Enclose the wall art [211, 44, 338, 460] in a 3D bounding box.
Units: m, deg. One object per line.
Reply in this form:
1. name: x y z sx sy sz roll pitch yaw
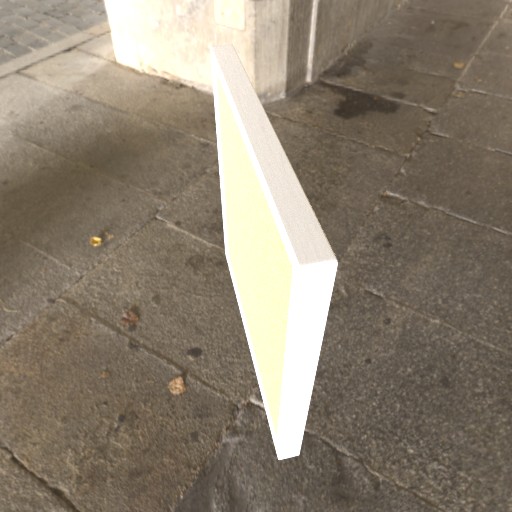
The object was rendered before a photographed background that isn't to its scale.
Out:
1. wall art: 0.000 0.000 0.760 0.038 0.508 0.508 -10 48 -9
